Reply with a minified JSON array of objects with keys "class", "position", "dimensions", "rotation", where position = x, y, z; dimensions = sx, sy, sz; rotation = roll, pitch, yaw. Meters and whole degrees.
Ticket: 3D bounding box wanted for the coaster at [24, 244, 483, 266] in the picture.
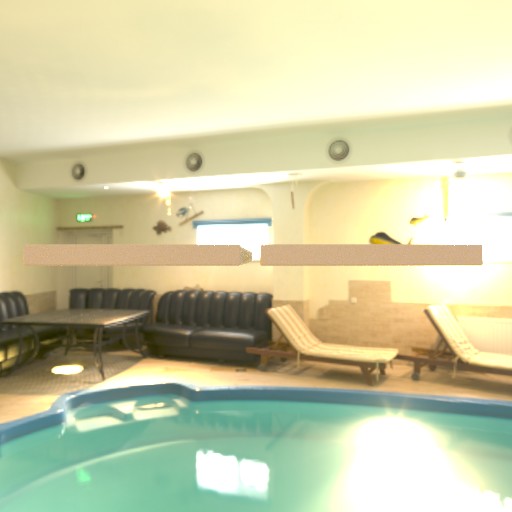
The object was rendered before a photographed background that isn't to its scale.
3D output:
[{"class":"coaster","position":[0.000,0.000,0.314],"dimensions":[0.214,0.010,0.219],"rotation":[0,0,1]}]
